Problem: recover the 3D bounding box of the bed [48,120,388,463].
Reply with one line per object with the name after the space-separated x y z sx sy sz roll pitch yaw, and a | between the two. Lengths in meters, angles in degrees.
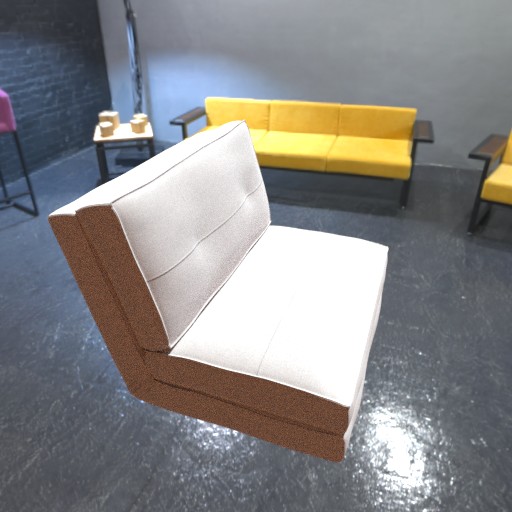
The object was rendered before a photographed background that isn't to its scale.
0.000 0.000 1.329 0.749 0.614 0.799 11 32 18 | bed
